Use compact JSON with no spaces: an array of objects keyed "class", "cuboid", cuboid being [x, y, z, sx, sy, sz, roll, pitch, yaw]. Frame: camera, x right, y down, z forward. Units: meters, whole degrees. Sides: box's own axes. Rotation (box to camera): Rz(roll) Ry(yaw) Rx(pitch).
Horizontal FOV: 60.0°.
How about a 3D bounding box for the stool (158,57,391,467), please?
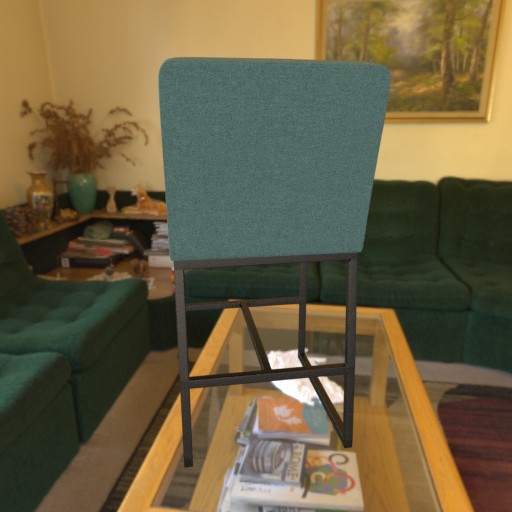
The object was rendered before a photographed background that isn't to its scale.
[{"class":"stool","cuboid":[0.000,0.000,1.220,0.460,0.940,0.560,-3,17,-9]}]
